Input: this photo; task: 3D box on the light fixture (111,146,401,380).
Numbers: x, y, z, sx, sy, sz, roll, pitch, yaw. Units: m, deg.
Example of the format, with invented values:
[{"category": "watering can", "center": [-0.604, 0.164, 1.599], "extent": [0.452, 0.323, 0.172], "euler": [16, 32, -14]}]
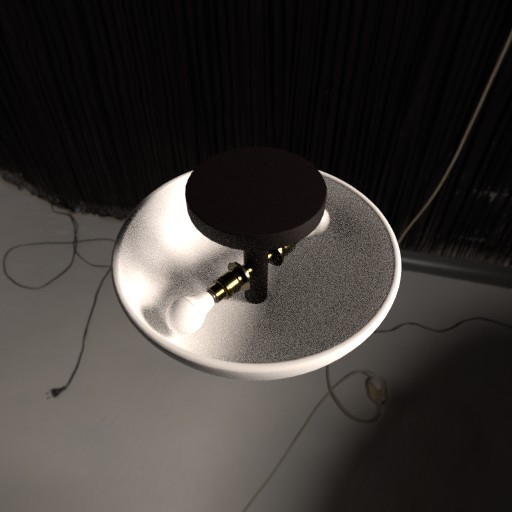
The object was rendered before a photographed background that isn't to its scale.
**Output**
[{"category": "light fixture", "center": [0.000, 0.000, 0.533], "extent": [0.331, 0.212, 0.331], "euler": [0, 47, 0]}]
